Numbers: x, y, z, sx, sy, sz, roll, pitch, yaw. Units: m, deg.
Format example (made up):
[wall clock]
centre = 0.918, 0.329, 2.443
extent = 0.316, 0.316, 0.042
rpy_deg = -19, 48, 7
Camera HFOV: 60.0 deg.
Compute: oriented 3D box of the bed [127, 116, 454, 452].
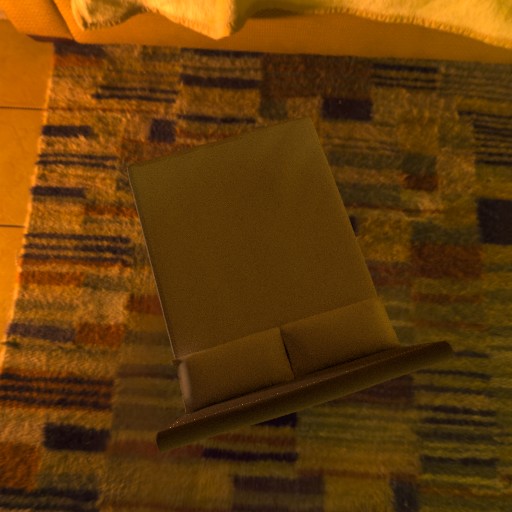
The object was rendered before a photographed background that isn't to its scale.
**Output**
[bed]
centre = 0.000, 0.000, 3.161
extent = 1.666, 1.387, 2.036
rpy_deg = -16, 76, -4
